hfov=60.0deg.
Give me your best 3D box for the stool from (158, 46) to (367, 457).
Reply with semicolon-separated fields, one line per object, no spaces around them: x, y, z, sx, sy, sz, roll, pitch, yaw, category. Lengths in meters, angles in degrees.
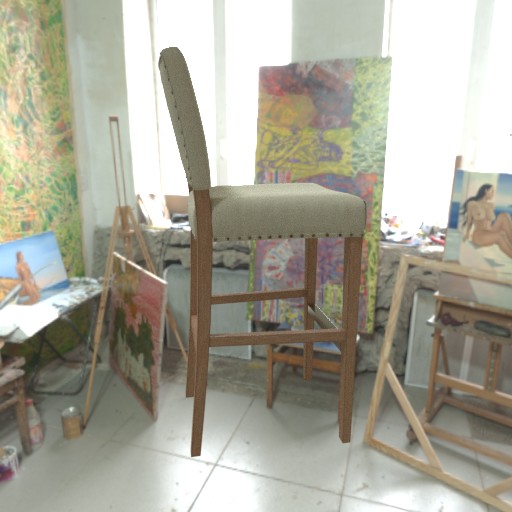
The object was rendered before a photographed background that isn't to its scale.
0.000;0.000;1.406;0.546;1.143;0.428;-3;15;-11;stool
